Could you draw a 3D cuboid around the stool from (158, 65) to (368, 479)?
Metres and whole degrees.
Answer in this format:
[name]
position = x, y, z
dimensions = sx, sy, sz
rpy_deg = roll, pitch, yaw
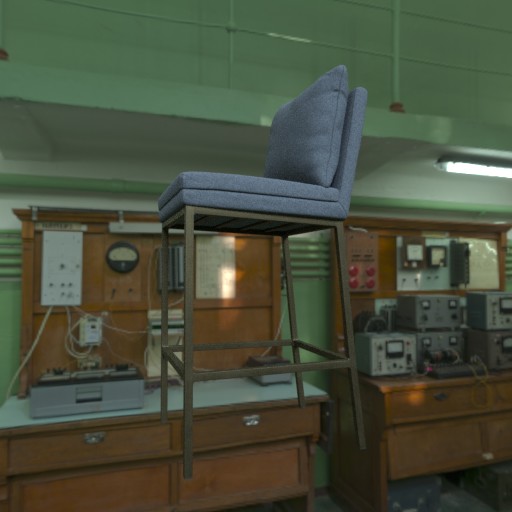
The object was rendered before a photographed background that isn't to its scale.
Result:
[stool]
position = 0.000, 0.000, 1.417
dimensions = 0.569, 1.130, 0.463
rpy_deg = 1, -2, -20
